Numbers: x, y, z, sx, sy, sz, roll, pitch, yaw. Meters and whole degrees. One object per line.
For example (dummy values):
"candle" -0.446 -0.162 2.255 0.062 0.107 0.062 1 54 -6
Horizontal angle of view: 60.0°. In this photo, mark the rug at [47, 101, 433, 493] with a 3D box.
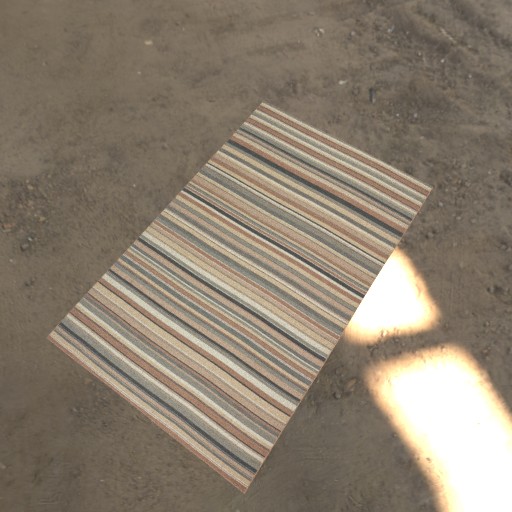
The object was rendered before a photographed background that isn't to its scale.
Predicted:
"rug" 0.000 0.000 3.038 1.523 0.014 2.438 32 68 15
